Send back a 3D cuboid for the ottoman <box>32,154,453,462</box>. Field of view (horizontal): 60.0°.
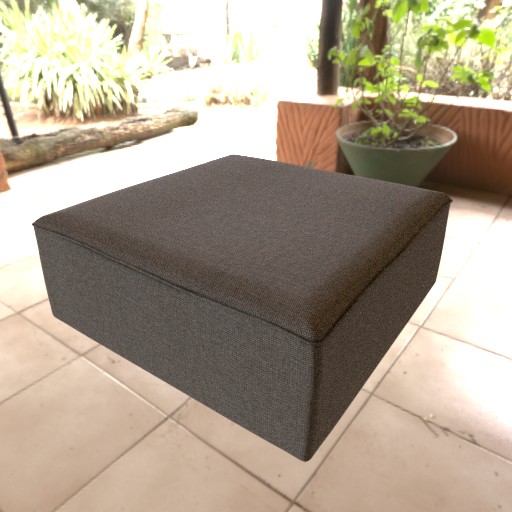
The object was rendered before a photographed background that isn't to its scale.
[{"bbox_3d":[0.000,0.000,1.530,1.023,0.423,1.017,18,32,32],"label":"ottoman"}]
